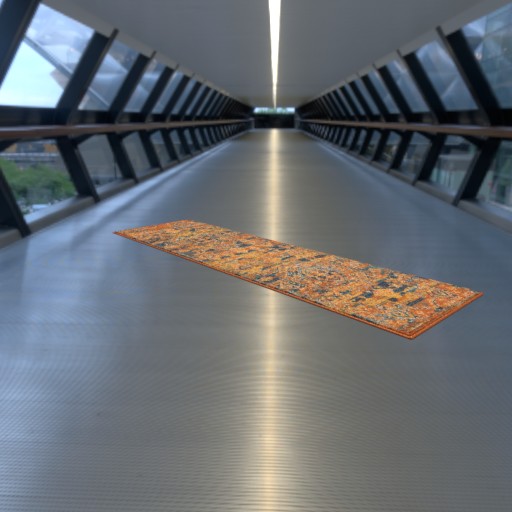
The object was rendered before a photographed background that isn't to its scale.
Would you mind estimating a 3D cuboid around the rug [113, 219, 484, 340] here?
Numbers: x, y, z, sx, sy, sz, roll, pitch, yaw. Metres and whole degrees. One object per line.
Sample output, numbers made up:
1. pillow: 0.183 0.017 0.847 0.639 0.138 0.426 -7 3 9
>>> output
1. rug: 0.000 0.000 2.553 0.651 0.016 2.274 -15 22 -41
